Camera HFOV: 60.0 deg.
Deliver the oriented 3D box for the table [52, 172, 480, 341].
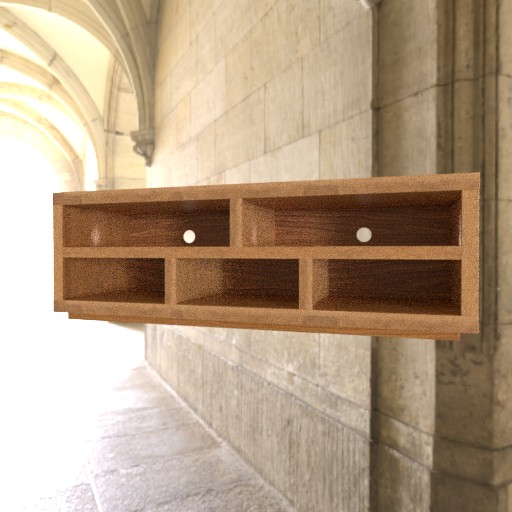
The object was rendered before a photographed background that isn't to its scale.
[{"bbox_3d":[0.000,0.000,1.734,1.499,0.491,0.499,0,1,17],"label":"table"}]
